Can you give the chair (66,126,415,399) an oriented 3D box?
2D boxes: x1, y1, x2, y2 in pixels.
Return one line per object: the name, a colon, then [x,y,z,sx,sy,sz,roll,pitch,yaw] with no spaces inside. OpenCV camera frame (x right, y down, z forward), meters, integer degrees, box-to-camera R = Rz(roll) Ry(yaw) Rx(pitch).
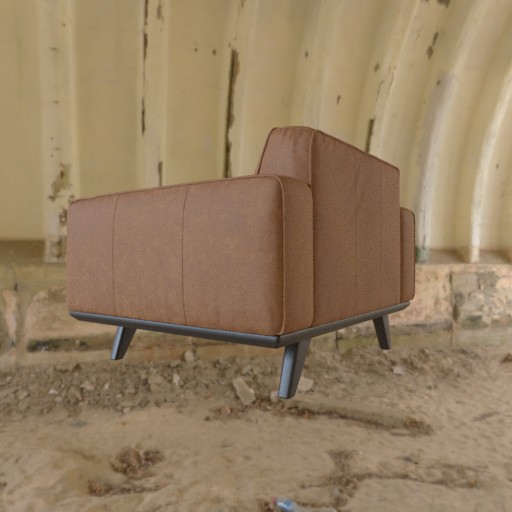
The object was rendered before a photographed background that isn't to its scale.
chair: [0.000,0.000,1.772,0.952,0.782,1.118,0,0,36]
